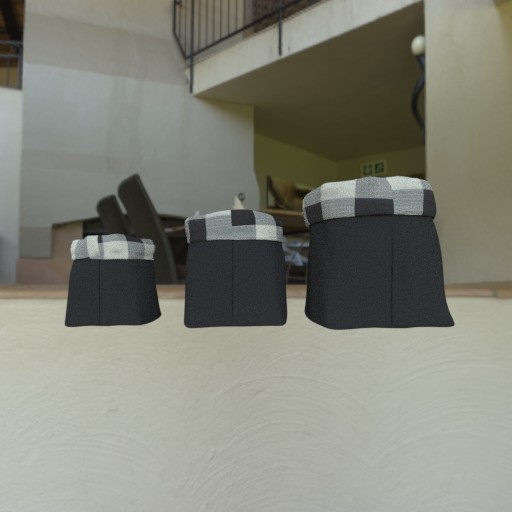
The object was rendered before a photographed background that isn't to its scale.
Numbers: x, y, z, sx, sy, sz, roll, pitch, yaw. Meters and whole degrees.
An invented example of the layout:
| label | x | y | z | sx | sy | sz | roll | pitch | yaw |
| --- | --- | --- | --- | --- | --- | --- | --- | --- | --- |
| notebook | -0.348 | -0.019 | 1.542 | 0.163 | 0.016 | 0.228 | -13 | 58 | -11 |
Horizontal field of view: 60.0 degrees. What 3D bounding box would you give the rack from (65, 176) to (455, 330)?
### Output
| label | x | y | z | sx | sy | sz | roll | pitch | yaw |
| --- | --- | --- | --- | --- | --- | --- | --- | --- | --- |
| rack | 0.000 | 0.000 | 1.094 | 0.889 | 0.329 | 0.370 | 0 | -2 | 0 |
